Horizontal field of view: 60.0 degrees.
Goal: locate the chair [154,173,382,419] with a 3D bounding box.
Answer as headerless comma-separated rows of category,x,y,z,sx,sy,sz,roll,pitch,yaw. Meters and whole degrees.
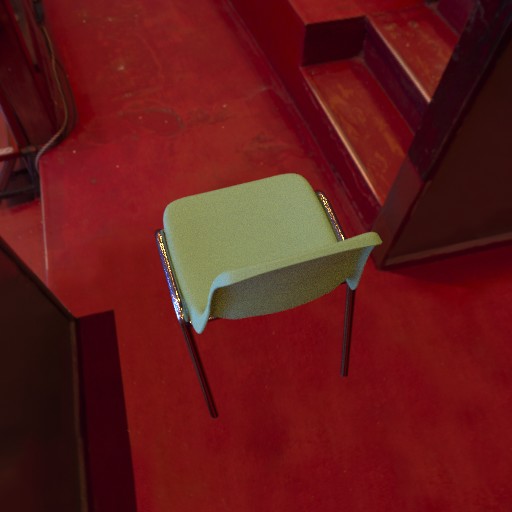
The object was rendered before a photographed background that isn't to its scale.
chair,0.000,0.000,0.918,0.381,0.653,0.436,-15,60,-9
